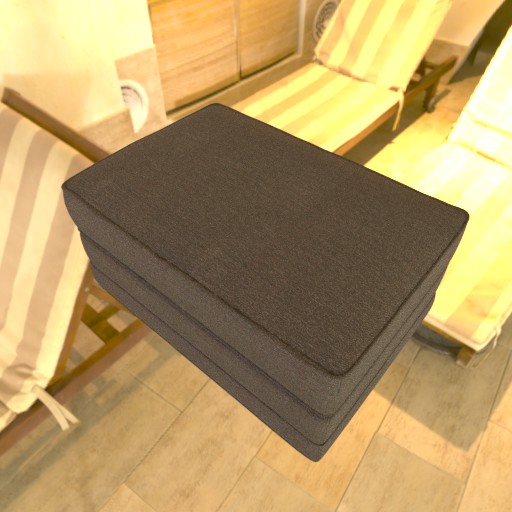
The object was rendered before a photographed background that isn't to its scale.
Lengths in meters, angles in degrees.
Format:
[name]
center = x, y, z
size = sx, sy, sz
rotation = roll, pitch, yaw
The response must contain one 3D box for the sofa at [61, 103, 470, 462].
[sofa]
center = 0.000, 0.000, 1.212
size = 0.854, 0.457, 0.578
rotation = 32, 54, 27
